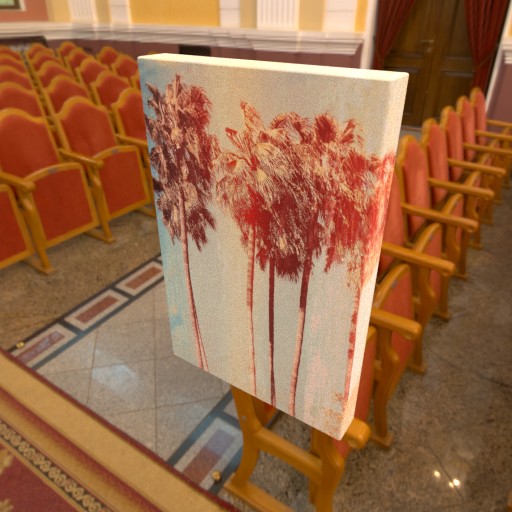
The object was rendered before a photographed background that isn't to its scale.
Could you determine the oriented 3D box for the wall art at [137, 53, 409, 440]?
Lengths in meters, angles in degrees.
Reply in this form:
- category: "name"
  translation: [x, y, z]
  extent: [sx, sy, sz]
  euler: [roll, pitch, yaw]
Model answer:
- category: "wall art"
  translation: [0.000, 0.000, 0.474]
  extent: [0.251, 0.380, 0.039]
  euler: [19, 35, 29]
